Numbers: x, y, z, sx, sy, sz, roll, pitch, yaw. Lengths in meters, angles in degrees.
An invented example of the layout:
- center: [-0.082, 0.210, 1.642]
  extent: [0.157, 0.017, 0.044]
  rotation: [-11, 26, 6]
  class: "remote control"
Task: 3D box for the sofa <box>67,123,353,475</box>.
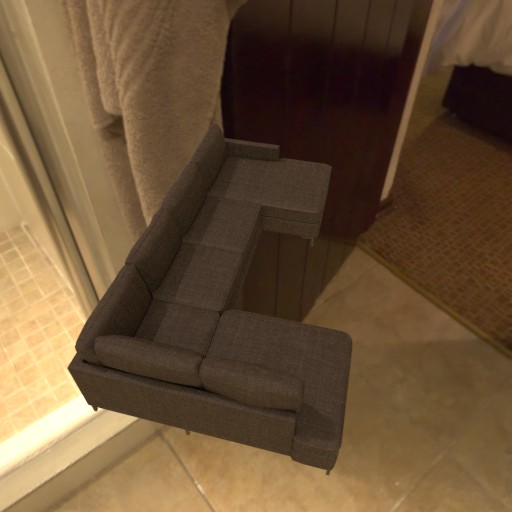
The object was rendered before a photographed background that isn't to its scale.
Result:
- center: [0.000, 0.000, 4.383]
  extent: [2.048, 0.999, 3.423]
  rotation: [10, 47, 10]
  class: "sofa"
